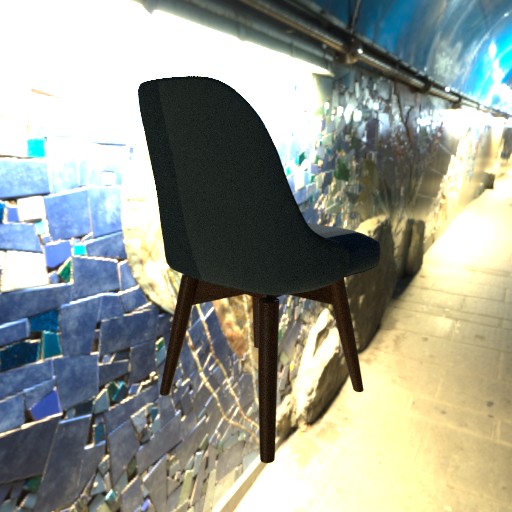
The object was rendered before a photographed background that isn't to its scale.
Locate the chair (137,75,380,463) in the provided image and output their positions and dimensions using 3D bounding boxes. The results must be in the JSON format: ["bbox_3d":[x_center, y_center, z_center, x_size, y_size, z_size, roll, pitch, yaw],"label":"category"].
[{"bbox_3d":[0.000,0.000,1.240,0.503,0.882,0.589,14,21,41],"label":"chair"}]
